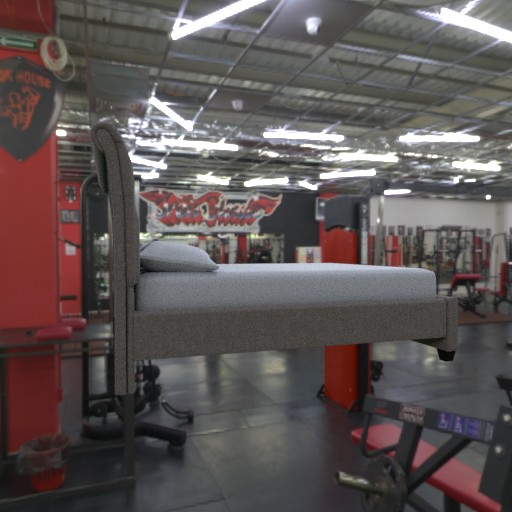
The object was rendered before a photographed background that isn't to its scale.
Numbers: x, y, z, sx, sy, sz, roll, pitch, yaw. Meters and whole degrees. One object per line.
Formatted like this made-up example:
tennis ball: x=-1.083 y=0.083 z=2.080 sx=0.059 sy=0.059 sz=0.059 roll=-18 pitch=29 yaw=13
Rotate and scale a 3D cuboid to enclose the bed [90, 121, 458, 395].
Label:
bed: x=0.000 y=0.000 z=3.309 sx=2.252 sy=1.371 sz=1.645 roll=0 pitch=1 yaw=-18
